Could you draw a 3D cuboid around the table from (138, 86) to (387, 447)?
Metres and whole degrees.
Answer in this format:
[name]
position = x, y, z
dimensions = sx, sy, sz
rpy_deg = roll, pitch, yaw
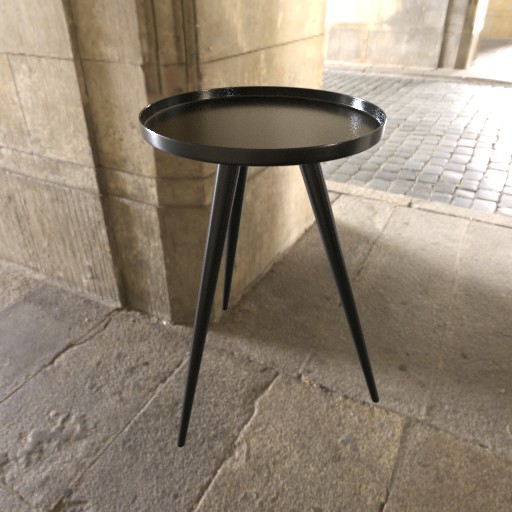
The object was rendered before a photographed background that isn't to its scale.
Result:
[table]
position = 0.000, 0.000, 0.837
dimensions = 0.403, 0.548, 0.415
rpy_deg = -10, 33, -15
